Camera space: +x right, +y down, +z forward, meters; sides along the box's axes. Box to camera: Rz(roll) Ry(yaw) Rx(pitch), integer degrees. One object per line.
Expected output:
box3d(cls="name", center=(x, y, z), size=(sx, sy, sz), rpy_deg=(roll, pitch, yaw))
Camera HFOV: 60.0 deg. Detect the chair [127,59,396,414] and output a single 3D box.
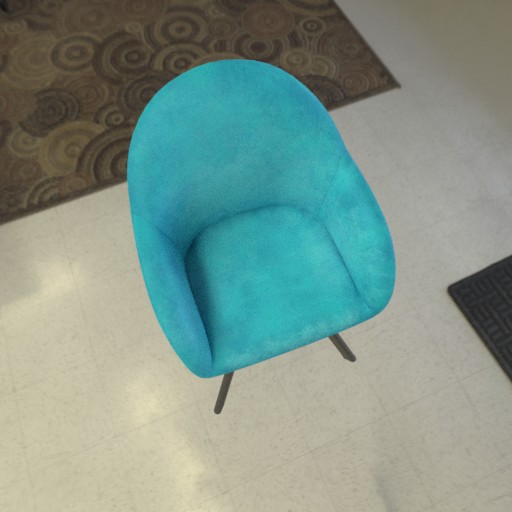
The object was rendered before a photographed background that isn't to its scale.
box3d(cls="chair", center=(0.000, 0.000, 1.182), size=(0.550, 0.795, 0.590), rpy_deg=(-19, 66, -9))
